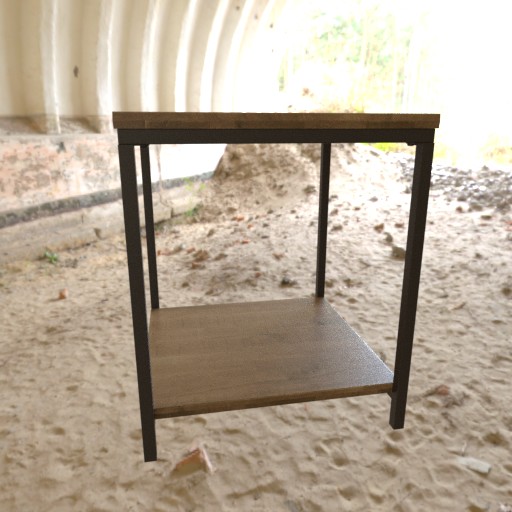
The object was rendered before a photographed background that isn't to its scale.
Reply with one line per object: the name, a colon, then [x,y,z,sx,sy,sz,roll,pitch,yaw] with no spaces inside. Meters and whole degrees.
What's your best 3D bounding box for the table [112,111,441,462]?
table: [0.000,0.000,0.981,0.503,0.589,0.507,-3,16,-10]
